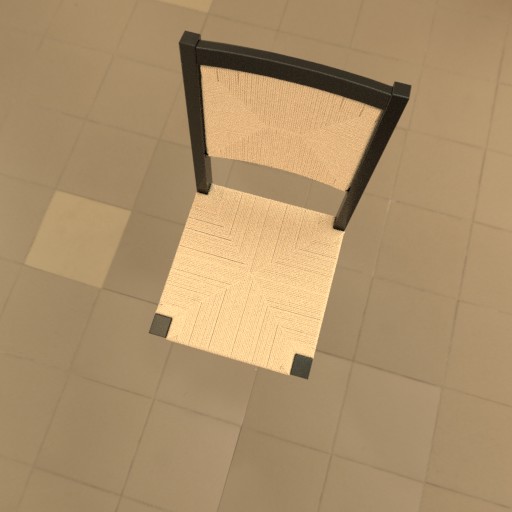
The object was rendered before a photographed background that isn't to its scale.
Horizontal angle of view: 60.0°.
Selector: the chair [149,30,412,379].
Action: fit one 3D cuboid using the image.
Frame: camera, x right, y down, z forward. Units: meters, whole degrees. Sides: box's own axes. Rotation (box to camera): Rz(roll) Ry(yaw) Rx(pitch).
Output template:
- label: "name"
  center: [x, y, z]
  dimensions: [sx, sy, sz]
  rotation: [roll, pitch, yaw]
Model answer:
- label: "chair"
  center: [0.000, 0.000, 1.194]
  dimensions: [0.437, 0.927, 0.552]
  rotation: [15, 76, 4]
